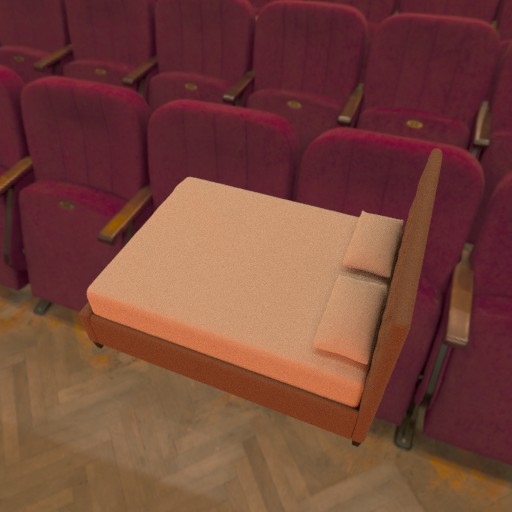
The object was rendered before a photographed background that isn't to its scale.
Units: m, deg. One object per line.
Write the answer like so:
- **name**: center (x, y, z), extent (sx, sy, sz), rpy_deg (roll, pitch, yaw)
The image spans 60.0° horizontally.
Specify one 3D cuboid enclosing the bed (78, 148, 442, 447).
- **bed**: center (0.000, 0.000, 3.396), extent (2.233, 1.426, 1.696), rpy_deg (16, 47, 15)
